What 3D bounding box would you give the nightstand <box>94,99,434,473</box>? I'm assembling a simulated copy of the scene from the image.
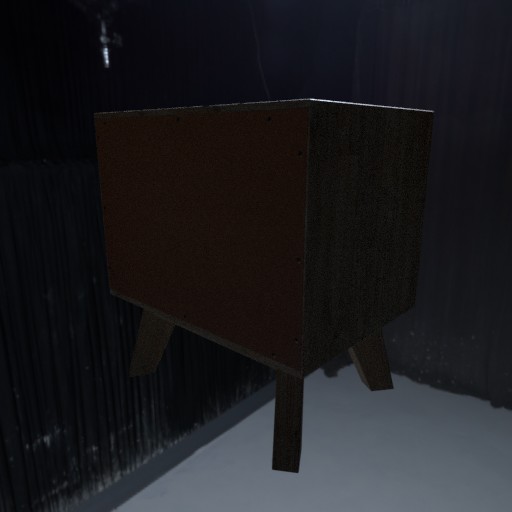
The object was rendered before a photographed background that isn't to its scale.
[{"bbox_3d":[0.000,0.000,0.955,0.552,0.589,0.396,14,20,41],"label":"nightstand"}]
